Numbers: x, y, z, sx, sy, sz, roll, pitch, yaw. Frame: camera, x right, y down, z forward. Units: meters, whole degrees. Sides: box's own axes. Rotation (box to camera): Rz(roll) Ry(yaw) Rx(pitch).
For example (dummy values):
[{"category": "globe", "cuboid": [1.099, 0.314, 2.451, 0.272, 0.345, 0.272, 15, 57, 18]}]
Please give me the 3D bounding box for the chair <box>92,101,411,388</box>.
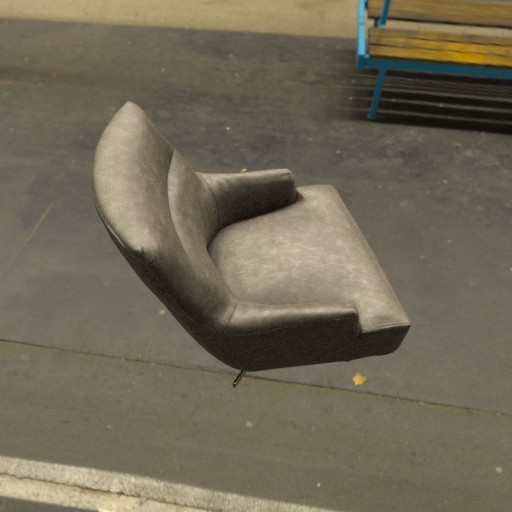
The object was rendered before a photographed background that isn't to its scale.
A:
[{"category": "chair", "cuboid": [0.000, 0.000, 1.513, 0.874, 0.870, 0.738, -9, 47, -9]}]
